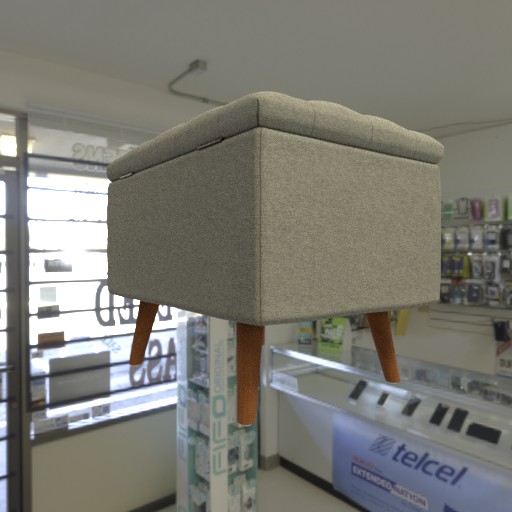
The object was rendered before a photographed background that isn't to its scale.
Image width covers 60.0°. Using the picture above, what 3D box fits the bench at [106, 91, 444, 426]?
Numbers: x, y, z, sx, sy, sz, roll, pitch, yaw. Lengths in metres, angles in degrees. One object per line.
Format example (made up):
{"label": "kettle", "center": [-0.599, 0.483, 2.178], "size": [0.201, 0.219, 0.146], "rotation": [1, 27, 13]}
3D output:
{"label": "bench", "center": [0.000, 0.000, 0.883], "size": [0.417, 0.469, 0.572], "rotation": [0, 0, -37]}
